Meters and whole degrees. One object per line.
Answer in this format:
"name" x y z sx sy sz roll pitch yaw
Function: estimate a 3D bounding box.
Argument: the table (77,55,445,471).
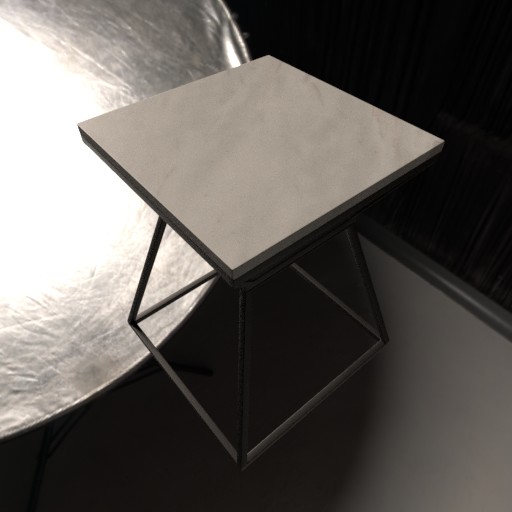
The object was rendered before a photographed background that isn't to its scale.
"table" 0.000 0.000 0.887 0.455 0.559 0.455 -31 54 -26
